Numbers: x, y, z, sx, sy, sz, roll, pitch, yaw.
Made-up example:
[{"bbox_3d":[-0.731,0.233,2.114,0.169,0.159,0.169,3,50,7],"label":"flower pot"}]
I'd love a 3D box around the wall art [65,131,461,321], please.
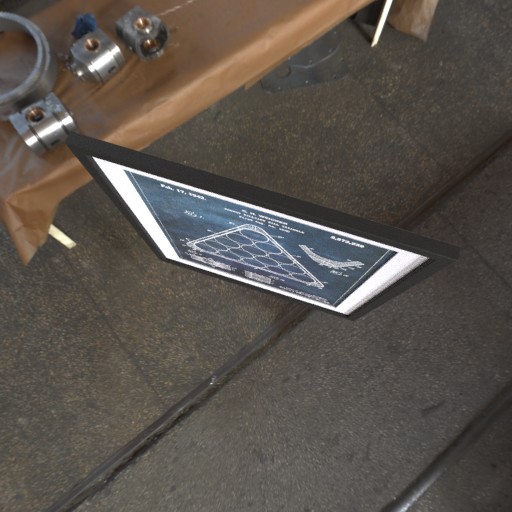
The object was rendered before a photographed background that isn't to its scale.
[{"bbox_3d":[0.000,0.000,1.229,0.755,0.863,0.028,17,75,5],"label":"wall art"}]
